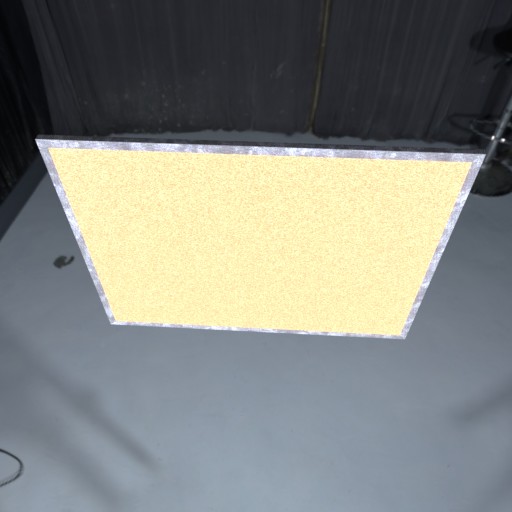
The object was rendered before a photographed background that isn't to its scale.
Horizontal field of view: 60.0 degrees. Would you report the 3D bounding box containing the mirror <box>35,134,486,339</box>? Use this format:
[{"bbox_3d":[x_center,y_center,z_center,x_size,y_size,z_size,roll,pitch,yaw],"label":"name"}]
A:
[{"bbox_3d":[0.000,0.000,1.376,1.101,0.795,0.022,3,46,2],"label":"mirror"}]
